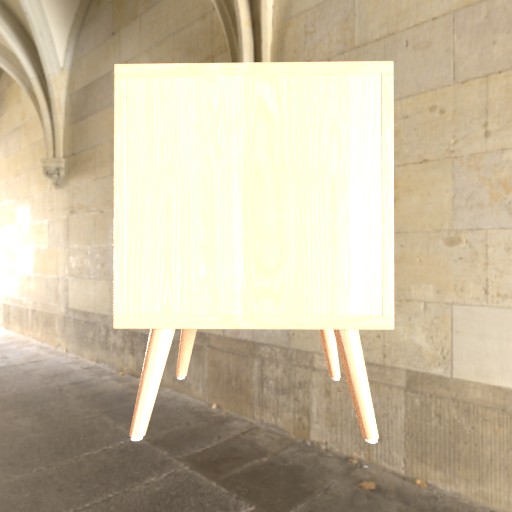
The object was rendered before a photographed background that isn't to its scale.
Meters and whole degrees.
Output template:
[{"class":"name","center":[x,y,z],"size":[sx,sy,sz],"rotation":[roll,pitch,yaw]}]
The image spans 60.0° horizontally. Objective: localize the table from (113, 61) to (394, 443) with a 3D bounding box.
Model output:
[{"class":"table","center":[0.000,0.000,0.831],"size":[0.400,0.550,0.400],"rotation":[0,-1,1]}]
